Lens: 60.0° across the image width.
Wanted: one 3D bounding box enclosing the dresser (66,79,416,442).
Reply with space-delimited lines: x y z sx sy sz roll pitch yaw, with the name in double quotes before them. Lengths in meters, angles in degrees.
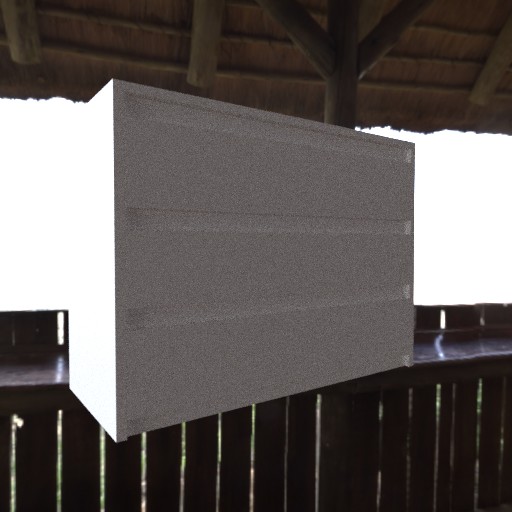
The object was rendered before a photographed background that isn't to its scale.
"dresser" 0.000 0.000 1.500 1.100 0.820 0.460 -1 2 -35
